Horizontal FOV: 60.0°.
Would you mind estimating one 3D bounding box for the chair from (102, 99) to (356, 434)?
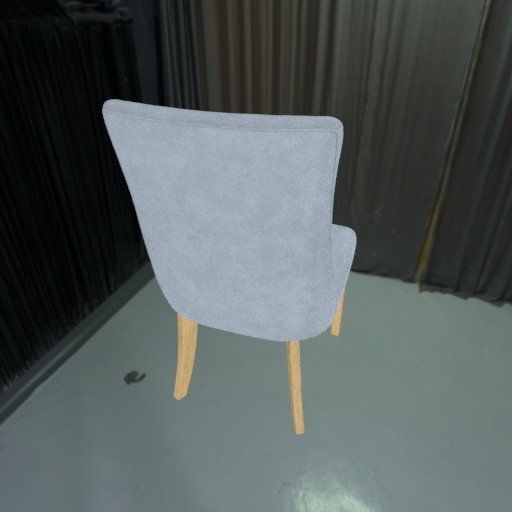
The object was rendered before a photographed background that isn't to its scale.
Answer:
[{"bbox_3d":[0.000,0.000,1.231,0.495,0.902,0.610,10,32,16],"label":"chair"}]
